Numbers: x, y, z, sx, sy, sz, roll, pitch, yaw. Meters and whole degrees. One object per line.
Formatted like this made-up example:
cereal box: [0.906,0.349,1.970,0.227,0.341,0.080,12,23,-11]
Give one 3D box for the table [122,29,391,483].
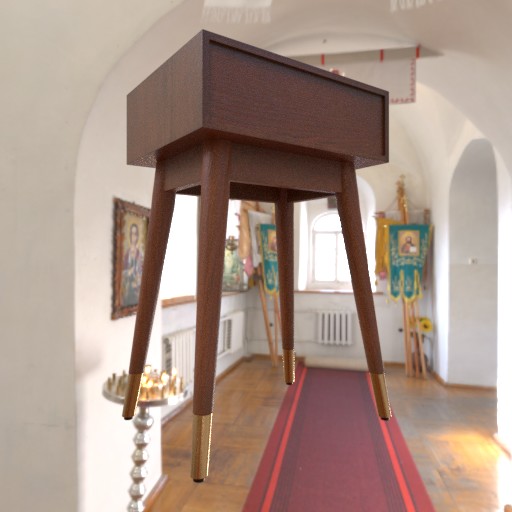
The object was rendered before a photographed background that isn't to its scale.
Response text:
table: [0.000,0.000,0.816,0.406,0.599,0.300,0,0,-35]
